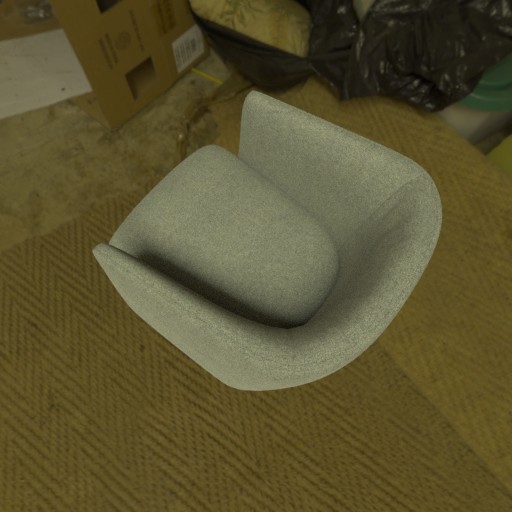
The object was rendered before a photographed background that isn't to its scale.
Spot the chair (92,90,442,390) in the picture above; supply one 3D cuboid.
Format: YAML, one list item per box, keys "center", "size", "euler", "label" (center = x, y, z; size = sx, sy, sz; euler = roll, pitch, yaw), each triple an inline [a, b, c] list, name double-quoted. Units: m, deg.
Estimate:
- center: [0.000, 0.000, 1.607]
  size: [0.986, 0.861, 0.822]
  euler: [33, 68, 15]
  label: "chair"
